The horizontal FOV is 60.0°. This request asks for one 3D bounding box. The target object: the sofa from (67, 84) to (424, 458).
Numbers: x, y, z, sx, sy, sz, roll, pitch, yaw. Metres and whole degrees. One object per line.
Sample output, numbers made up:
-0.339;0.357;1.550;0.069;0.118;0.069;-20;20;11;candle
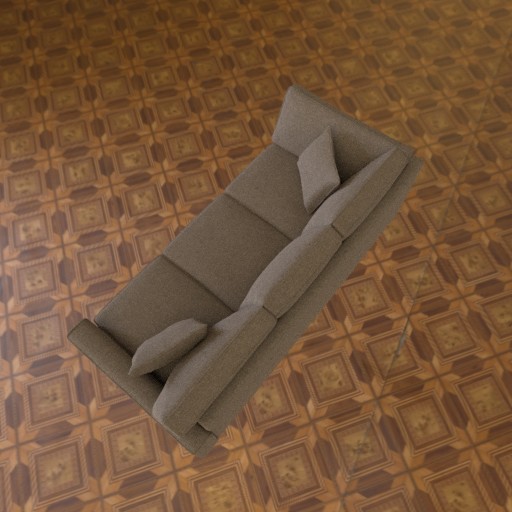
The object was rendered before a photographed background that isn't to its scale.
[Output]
0.000;0.000;2.952;1.061;0.962;2.317;36;69;16;sofa
